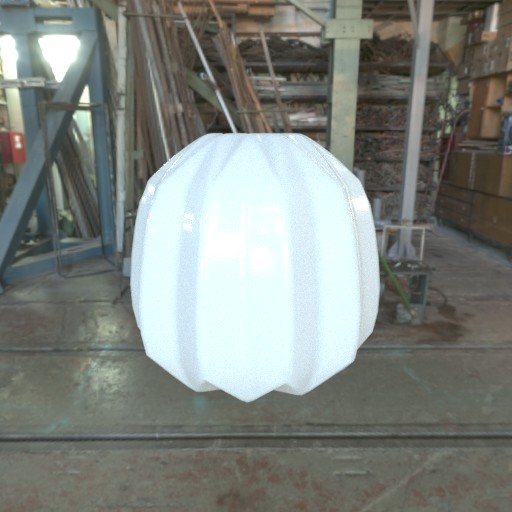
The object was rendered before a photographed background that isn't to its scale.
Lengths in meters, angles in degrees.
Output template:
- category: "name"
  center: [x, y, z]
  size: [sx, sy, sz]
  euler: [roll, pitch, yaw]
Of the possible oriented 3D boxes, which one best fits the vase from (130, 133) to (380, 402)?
- category: "vase"
  center: [0.000, 0.000, 0.251]
  size: [0.139, 0.134, 0.139]
  euler: [0, 15, 0]
